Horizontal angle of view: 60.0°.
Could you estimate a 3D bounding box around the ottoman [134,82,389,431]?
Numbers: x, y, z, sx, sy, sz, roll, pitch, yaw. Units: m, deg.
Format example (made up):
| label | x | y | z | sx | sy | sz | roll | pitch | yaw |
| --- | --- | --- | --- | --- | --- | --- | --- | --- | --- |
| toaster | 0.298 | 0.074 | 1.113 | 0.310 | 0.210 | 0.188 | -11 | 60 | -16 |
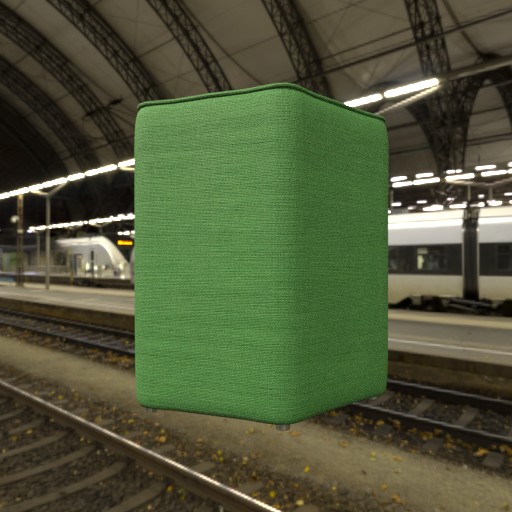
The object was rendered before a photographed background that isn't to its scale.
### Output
| label | x | y | z | sx | sy | sz | roll | pitch | yaw |
| --- | --- | --- | --- | --- | --- | --- | --- | --- | --- |
| ottoman | 0.000 | 0.000 | 0.866 | 0.499 | 0.507 | 0.444 | 0 | -1 | 20 |
